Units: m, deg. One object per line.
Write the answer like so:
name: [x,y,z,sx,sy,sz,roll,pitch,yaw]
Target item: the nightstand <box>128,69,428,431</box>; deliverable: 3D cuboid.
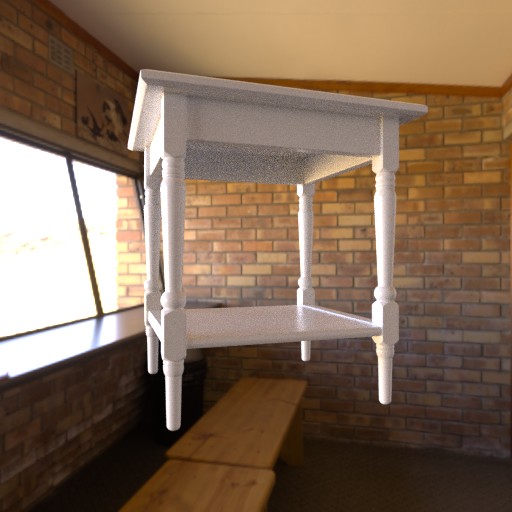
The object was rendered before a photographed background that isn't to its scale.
nightstand: [0.000,0.000,0.942,0.505,0.555,0.459,0,0,-18]
